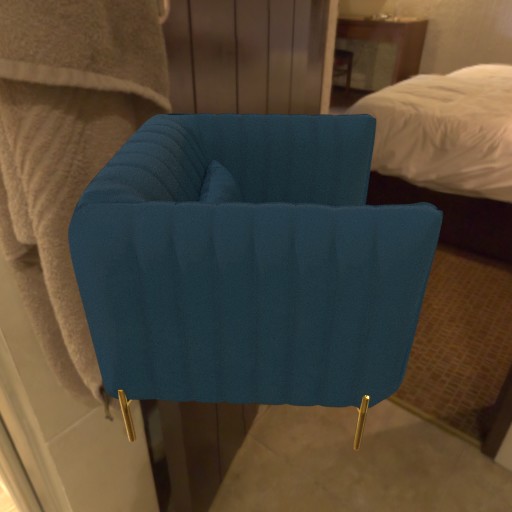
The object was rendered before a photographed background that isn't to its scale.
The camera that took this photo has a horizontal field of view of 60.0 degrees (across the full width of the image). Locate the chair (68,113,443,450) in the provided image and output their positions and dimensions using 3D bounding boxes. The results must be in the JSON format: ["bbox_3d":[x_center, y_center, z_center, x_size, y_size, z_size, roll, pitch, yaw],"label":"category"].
[{"bbox_3d":[0.000,0.000,1.530,0.877,0.793,0.947,1,32,2],"label":"chair"}]
